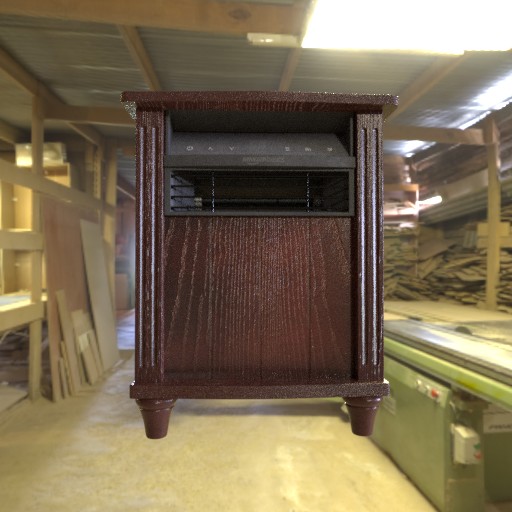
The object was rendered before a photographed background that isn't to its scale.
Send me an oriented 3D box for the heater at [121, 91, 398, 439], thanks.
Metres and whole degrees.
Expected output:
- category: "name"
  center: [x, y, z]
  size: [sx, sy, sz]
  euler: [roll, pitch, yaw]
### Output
- category: "heater"
  center: [0.000, 0.000, 0.757]
  size: [0.362, 0.481, 0.400]
  euler: [0, -1, -2]
